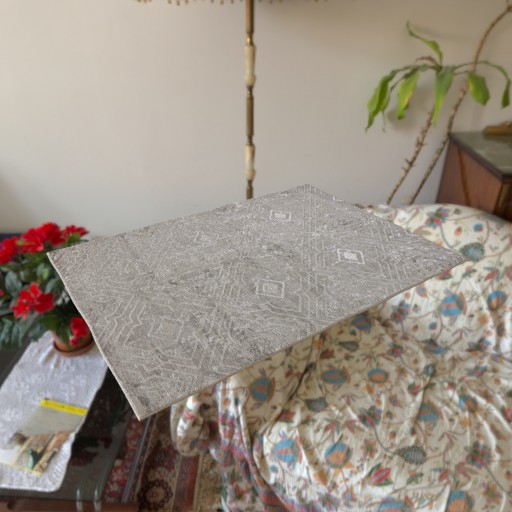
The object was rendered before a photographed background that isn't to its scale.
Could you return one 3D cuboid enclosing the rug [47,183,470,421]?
[{"bbox_3d":[0.000,0.000,4.330,3.359,0.020,2.448,-19,35,-29],"label":"rug"}]
